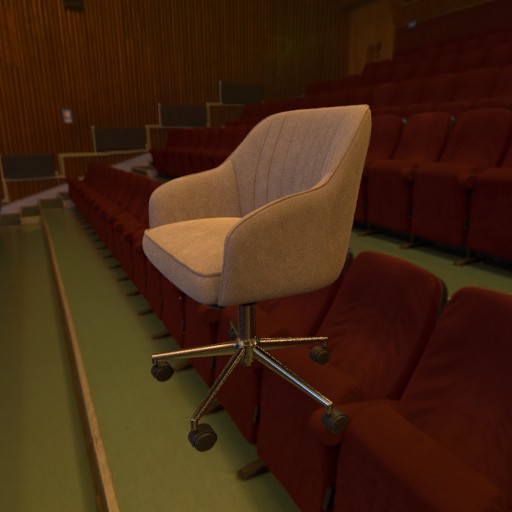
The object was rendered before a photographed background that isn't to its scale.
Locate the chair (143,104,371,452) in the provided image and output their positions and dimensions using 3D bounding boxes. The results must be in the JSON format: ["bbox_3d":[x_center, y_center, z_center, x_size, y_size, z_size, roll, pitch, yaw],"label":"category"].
[{"bbox_3d":[0.000,0.000,1.280,0.573,0.831,0.635,-8,17,-26],"label":"chair"}]
